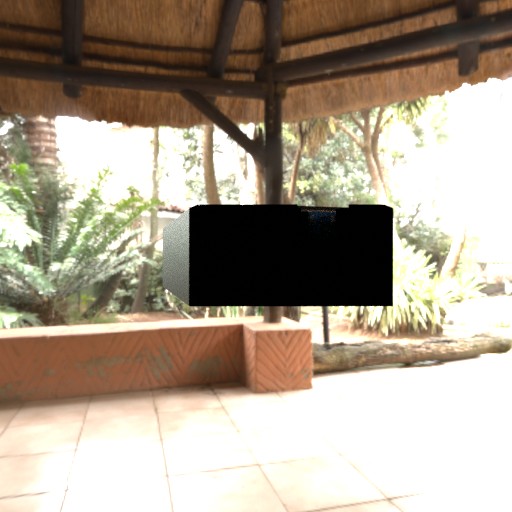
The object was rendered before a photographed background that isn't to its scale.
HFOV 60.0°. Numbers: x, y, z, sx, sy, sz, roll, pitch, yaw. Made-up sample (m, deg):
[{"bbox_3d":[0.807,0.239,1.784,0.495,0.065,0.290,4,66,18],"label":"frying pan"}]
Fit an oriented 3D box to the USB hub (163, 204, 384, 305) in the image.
[{"bbox_3d":[0.000,0.000,0.127,0.044,0.023,0.110,0,0,-17],"label":"USB hub"}]
